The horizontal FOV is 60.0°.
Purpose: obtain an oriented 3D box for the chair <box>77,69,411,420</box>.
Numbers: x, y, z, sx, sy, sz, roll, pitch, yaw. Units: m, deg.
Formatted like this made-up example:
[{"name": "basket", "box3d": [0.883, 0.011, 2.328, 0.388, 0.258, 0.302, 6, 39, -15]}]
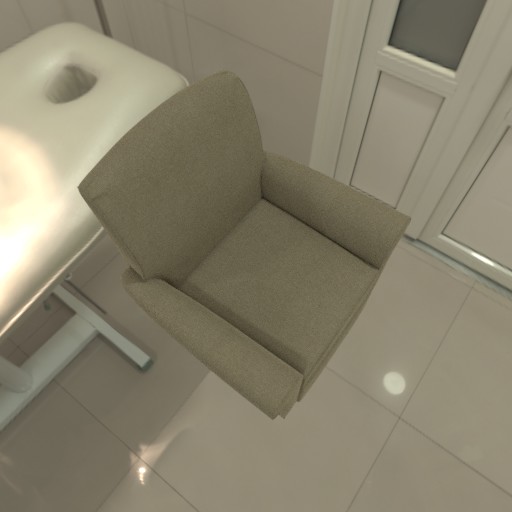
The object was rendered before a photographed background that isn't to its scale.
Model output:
[{"name": "chair", "box3d": [0.000, 0.000, 1.812, 0.905, 1.061, 0.978, 33, 64, 18]}]
